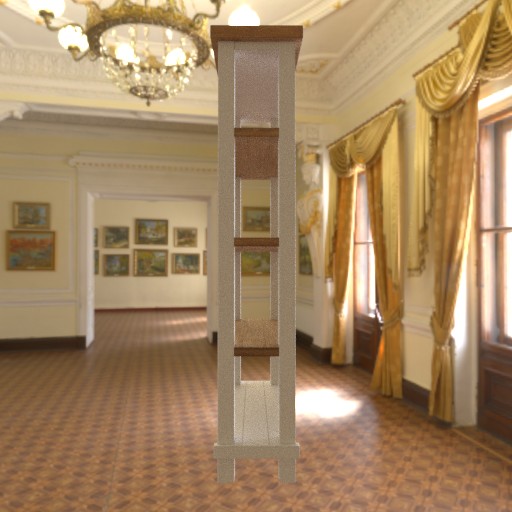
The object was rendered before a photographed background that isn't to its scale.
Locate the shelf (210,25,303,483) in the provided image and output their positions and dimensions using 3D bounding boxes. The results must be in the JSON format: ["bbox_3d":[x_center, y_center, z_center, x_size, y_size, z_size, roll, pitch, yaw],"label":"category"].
[{"bbox_3d":[0.000,0.000,2.313,0.381,1.878,1.022,0,-1,0],"label":"shelf"}]
